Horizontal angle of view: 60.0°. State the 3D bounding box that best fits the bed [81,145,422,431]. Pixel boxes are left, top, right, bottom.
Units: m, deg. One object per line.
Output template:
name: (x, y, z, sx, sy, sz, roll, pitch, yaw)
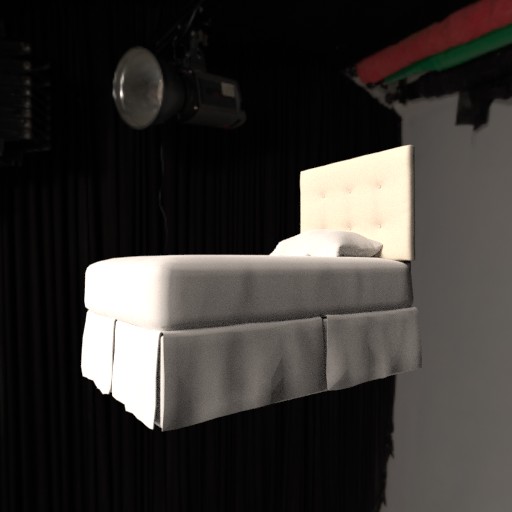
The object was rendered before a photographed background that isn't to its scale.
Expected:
bed: (0.000, 0.000, 2.992, 1.997, 1.571, 1.261, 1, -1, -36)
